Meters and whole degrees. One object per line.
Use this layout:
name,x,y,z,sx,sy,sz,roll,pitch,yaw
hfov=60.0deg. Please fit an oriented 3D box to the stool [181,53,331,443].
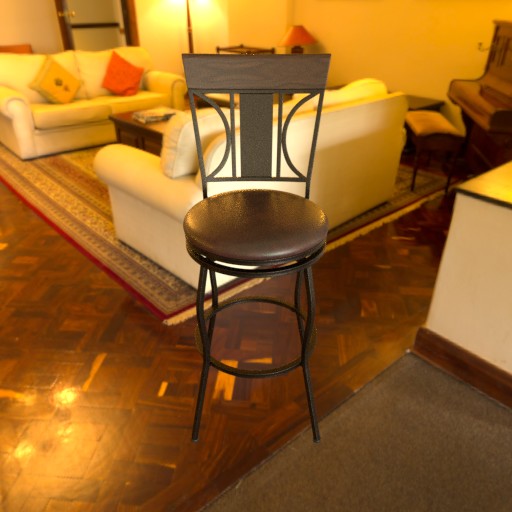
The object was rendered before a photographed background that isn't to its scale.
stool,0.000,0.000,1.404,0.448,1.130,0.513,0,30,0
